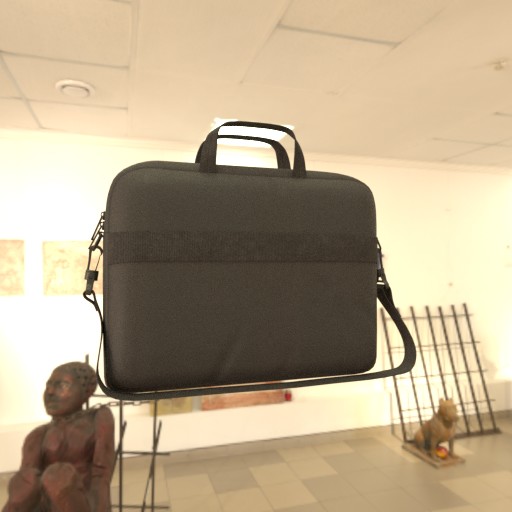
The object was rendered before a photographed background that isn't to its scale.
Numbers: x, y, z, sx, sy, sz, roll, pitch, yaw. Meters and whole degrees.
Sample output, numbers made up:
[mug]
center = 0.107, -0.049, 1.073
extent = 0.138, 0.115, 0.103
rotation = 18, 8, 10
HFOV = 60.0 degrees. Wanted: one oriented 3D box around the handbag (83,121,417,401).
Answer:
[handbag]
center = 0.000, 0.000, 0.442
extent = 0.320, 0.244, 0.089
rotation = 0, -1, -17
